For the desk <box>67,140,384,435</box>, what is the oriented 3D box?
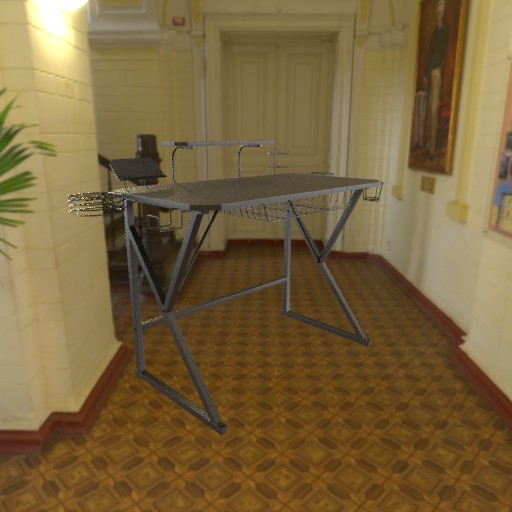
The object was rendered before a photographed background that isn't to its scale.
[{"bbox_3d":[0.000,0.000,1.763,1.290,0.880,0.580,-15,21,-43],"label":"desk"}]
